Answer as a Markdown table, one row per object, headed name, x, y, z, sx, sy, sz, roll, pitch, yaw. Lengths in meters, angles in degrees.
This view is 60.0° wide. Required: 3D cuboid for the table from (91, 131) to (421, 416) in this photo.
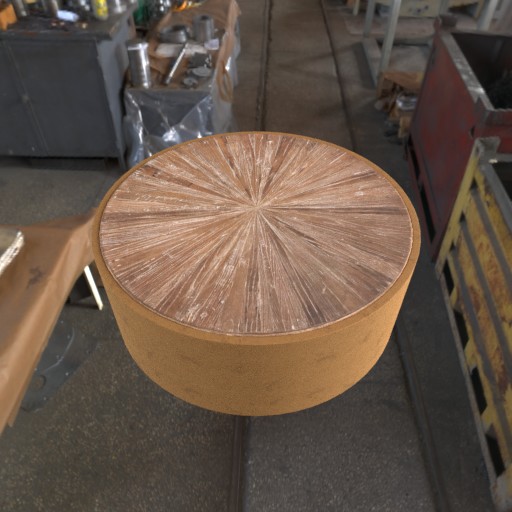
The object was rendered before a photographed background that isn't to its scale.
| name | x | y | z | sx | sy | sz | roll | pitch | yaw |
| --- | --- | --- | --- | --- | --- | --- | --- | --- | --- |
| table | 0.000 | 0.000 | 1.532 | 1.001 | 0.409 | 1.001 | 0 | 44 | 0 |
